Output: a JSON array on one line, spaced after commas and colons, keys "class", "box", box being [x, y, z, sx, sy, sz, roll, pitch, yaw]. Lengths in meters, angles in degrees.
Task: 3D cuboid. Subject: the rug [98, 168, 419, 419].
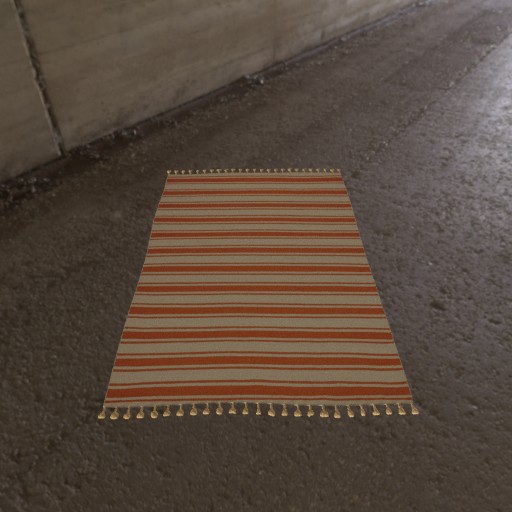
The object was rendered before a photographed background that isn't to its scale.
[{"class": "rug", "box": [0.000, 0.000, 3.066, 1.556, 0.022, 2.433, 0, 40, -1]}]
